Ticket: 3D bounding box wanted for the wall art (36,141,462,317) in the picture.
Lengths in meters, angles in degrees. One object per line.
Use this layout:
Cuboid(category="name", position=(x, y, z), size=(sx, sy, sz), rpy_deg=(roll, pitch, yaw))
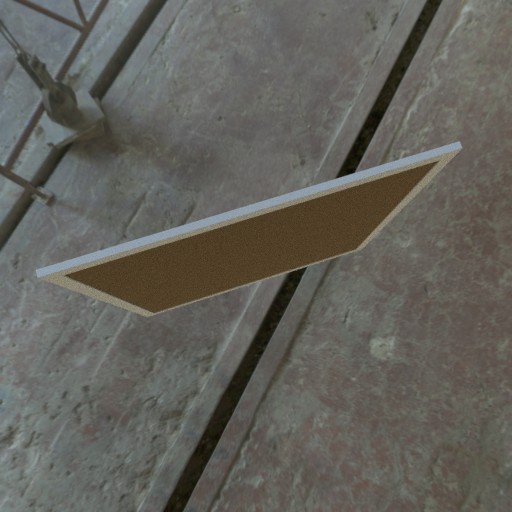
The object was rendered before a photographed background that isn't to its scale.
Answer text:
Cuboid(category="wall art", position=(0.000, 0.000, 1.205), size=(0.812, 0.812, 0.015), rpy_deg=(-17, 78, -4))
